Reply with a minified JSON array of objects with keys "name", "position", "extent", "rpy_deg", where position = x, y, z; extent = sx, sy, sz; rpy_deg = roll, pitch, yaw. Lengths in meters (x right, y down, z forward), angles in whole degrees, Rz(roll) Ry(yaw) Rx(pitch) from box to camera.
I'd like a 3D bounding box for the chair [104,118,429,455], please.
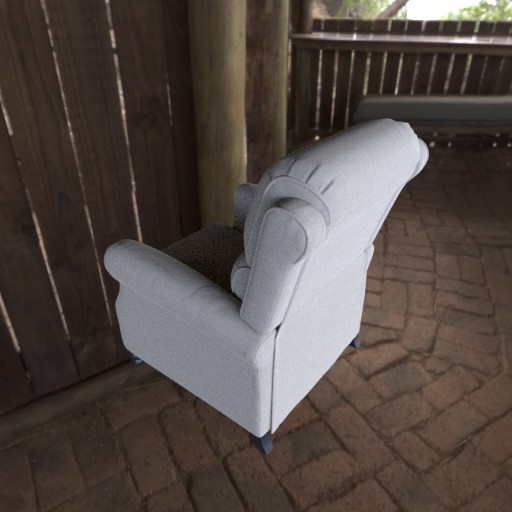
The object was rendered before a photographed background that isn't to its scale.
[{"name":"chair","position":[0.000,0.000,1.707],"extent":[0.919,1.046,0.859],"rpy_deg":[21,37,32]}]
